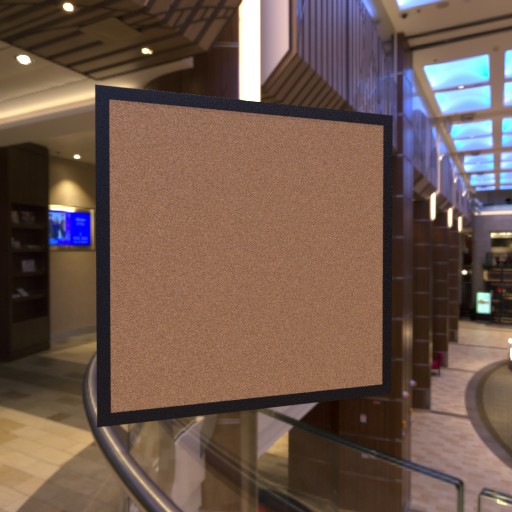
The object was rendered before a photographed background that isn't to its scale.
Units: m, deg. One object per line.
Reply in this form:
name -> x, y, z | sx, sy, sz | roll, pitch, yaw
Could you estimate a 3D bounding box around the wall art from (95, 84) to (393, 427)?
wall art -> 0.000, 0.000, 0.750 | 0.508, 0.508, 0.038 | 0, 1, -17
